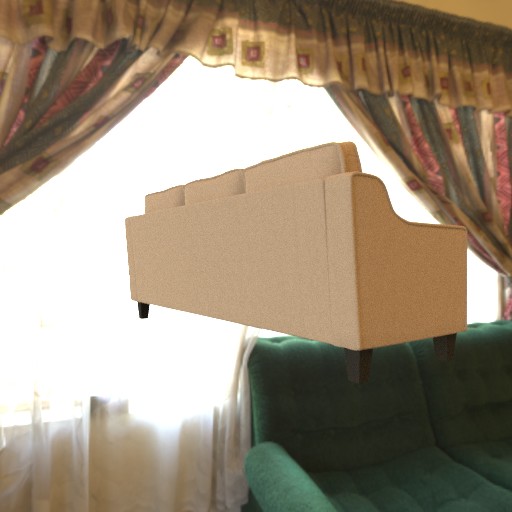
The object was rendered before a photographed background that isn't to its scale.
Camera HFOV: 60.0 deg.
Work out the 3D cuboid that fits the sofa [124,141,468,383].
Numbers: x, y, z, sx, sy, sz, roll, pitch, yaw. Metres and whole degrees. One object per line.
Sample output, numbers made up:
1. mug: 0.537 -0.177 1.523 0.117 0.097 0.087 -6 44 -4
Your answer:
1. sofa: 0.000 0.000 2.562 0.791 0.902 2.131 0 0 -36
